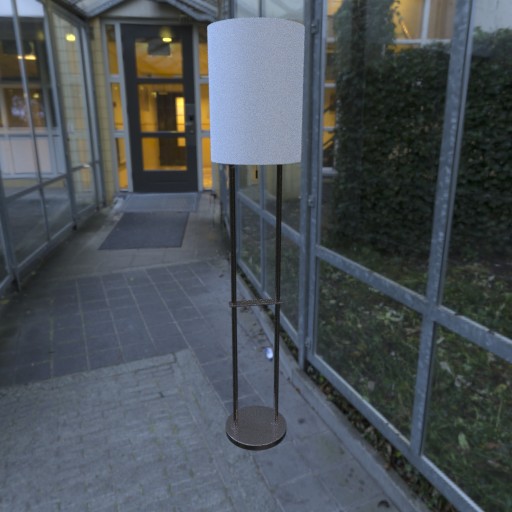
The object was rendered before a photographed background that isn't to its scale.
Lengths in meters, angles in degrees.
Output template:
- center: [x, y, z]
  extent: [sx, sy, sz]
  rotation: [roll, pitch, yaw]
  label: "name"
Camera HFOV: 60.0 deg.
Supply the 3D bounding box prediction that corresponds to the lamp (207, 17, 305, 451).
- center: [0.000, 0.000, 1.615]
  extent: [0.306, 1.500, 0.305]
  rotation: [-3, 17, -9]
  label: "lamp"
